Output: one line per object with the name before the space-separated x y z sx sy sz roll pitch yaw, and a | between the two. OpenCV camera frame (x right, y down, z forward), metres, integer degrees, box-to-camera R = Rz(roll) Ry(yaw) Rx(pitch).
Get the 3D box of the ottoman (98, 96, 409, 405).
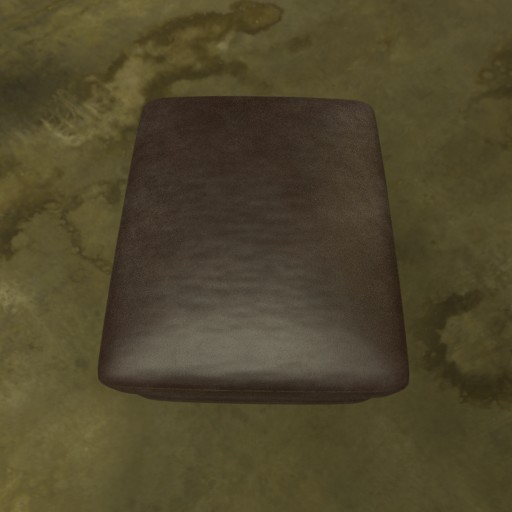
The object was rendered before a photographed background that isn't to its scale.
ottoman | 0.000 0.000 1.253 0.670 0.569 0.806 1 64 0
